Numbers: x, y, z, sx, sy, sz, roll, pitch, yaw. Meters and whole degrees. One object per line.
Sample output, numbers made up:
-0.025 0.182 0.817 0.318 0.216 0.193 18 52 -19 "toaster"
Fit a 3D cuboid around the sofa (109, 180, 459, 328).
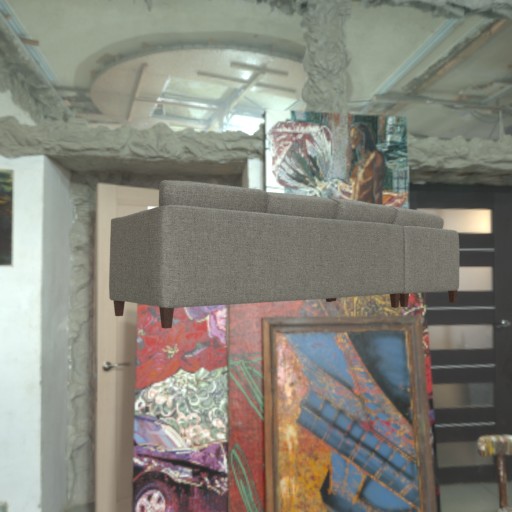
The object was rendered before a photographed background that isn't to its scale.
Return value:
0.000 0.000 4.546 3.302 0.947 2.593 1 -2 -37 "sofa"
